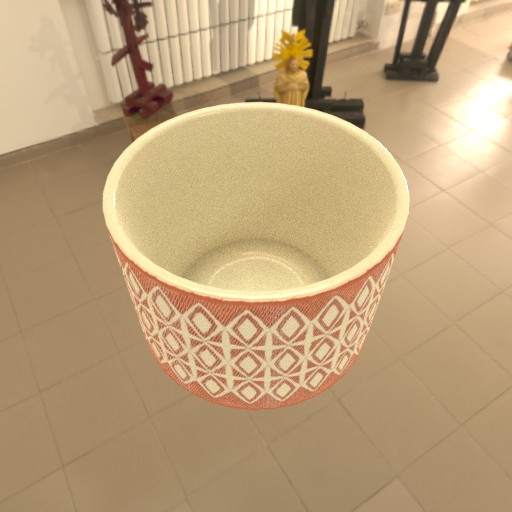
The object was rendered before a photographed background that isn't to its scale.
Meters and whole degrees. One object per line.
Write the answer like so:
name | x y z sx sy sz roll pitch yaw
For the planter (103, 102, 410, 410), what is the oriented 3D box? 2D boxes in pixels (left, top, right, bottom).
planter | 0.000 0.000 0.338 0.192 0.148 0.192 0 48 0
